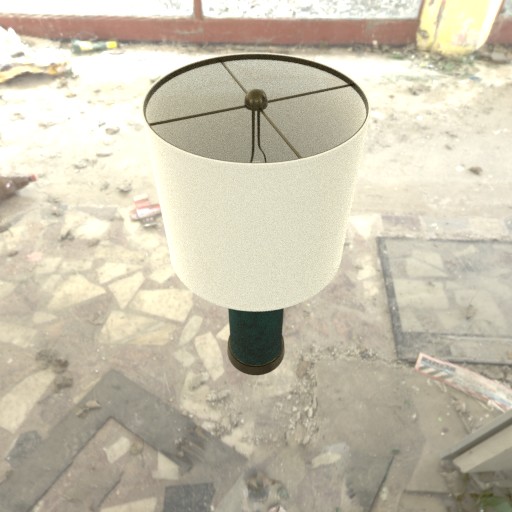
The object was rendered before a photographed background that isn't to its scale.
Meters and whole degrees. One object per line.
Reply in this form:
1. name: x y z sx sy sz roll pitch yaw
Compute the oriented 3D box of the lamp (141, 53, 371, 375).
1. lamp: 0.000 0.000 0.804 0.301 0.630 0.301 17 49 16
